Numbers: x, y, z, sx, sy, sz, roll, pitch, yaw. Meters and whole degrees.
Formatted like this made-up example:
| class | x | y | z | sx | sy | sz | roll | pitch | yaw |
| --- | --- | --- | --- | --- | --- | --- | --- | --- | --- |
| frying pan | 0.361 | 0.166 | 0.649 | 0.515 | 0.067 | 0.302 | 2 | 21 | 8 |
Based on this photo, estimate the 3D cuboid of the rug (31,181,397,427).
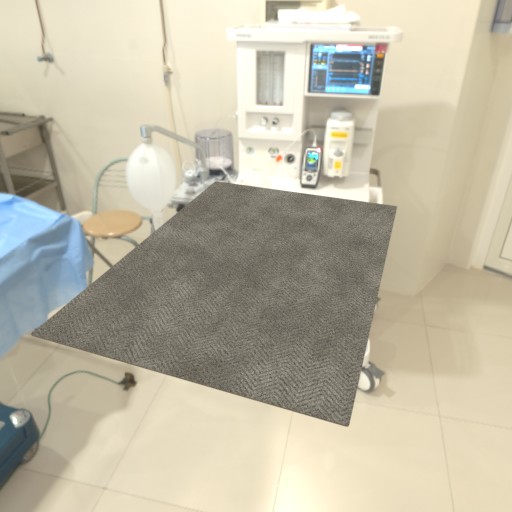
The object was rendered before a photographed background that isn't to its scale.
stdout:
| class | x | y | z | sx | sy | sz | roll | pitch | yaw |
| --- | --- | --- | --- | --- | --- | --- | --- | --- | --- |
| rug | 0.000 | 0.000 | 2.895 | 1.600 | 0.008 | 2.235 | 11 | 32 | 17 |
